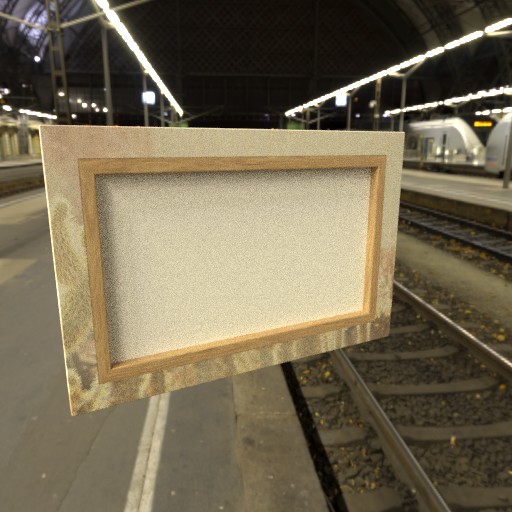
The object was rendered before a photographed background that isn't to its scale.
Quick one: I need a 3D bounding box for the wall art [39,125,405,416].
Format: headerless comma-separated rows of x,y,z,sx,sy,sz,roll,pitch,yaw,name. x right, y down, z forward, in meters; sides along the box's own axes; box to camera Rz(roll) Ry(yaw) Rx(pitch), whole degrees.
0.000,0.000,1.381,1.142,0.758,0.041,-7,16,-27,wall art
